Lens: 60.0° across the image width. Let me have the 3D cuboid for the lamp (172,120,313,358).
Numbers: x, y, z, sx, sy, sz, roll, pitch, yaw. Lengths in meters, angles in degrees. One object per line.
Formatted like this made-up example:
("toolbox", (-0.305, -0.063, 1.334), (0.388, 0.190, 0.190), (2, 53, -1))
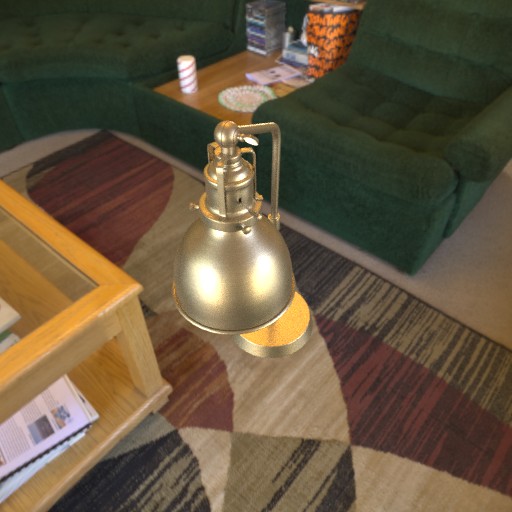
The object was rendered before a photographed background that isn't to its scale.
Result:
("lamp", (0.000, 0.000, 0.593), (0.153, 0.456, 0.286), (16, 47, 16))
